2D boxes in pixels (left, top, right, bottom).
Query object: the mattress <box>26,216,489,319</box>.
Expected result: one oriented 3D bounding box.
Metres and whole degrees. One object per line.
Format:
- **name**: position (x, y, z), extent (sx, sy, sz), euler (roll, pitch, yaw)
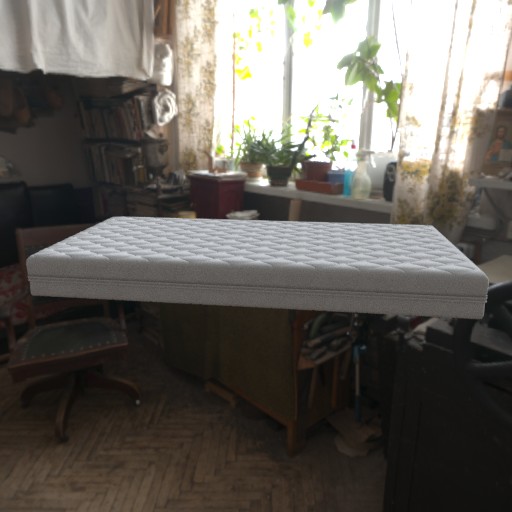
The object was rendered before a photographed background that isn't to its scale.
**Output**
- **mattress**: position (0.000, 0.000, 2.329), extent (2.000, 0.200, 0.900), euler (2, 17, 7)
